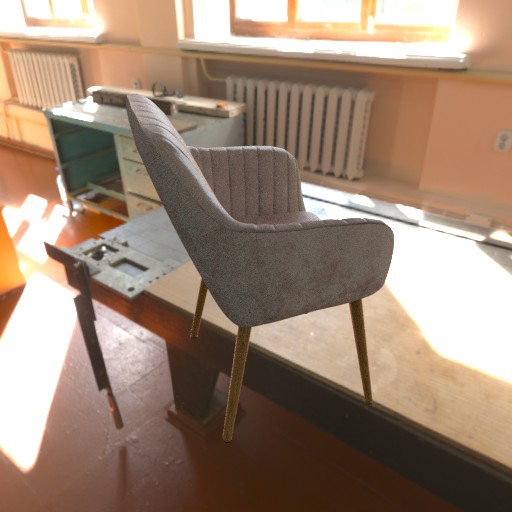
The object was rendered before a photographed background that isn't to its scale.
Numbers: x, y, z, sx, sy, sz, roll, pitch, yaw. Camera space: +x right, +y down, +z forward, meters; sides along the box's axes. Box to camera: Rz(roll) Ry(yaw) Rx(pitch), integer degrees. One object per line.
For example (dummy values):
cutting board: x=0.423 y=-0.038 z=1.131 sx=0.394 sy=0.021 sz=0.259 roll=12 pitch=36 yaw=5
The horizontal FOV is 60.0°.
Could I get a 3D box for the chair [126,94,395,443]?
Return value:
chair: x=0.000 y=0.000 z=1.216 sx=0.570 sy=0.832 sz=0.610 roll=-9 pitch=31 yaw=-16
